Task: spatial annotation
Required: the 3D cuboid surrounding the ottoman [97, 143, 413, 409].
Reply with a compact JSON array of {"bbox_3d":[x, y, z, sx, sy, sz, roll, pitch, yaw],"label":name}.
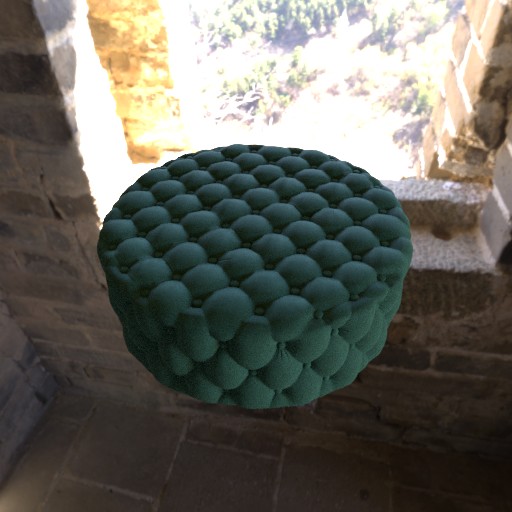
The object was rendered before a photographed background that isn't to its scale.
[{"bbox_3d":[0.000,0.000,1.528,0.998,0.399,0.998,0,42,0],"label":"ottoman"}]
